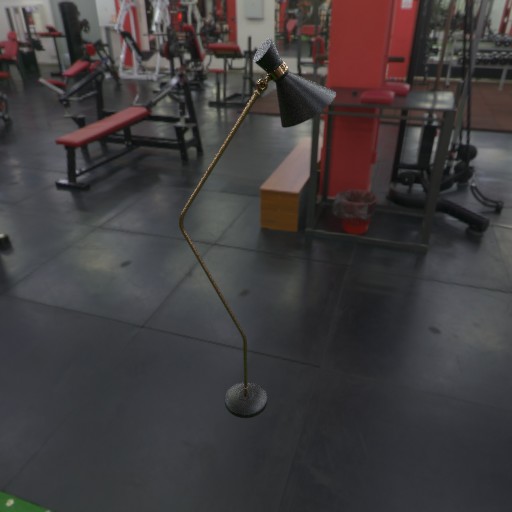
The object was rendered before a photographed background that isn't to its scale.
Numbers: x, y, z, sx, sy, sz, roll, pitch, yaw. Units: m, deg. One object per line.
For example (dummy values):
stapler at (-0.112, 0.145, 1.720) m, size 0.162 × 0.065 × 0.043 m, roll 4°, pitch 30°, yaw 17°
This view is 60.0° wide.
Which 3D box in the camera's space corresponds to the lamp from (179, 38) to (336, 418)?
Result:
lamp at (0.000, 0.000, 1.624) m, size 0.467 × 1.438 × 0.277 m, roll 11°, pitch 32°, yaw 18°
